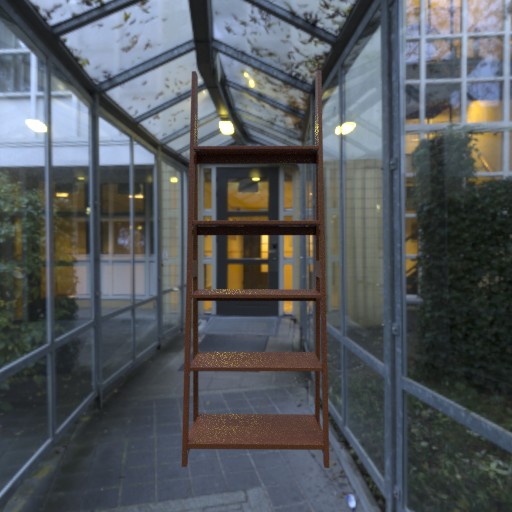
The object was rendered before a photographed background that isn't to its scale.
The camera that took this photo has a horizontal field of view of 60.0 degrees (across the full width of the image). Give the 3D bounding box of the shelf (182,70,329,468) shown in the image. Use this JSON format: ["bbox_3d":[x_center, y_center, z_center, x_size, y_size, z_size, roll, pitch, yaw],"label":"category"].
[{"bbox_3d":[0.000,0.000,2.034,0.630,1.780,0.356,0,1,1],"label":"shelf"}]
